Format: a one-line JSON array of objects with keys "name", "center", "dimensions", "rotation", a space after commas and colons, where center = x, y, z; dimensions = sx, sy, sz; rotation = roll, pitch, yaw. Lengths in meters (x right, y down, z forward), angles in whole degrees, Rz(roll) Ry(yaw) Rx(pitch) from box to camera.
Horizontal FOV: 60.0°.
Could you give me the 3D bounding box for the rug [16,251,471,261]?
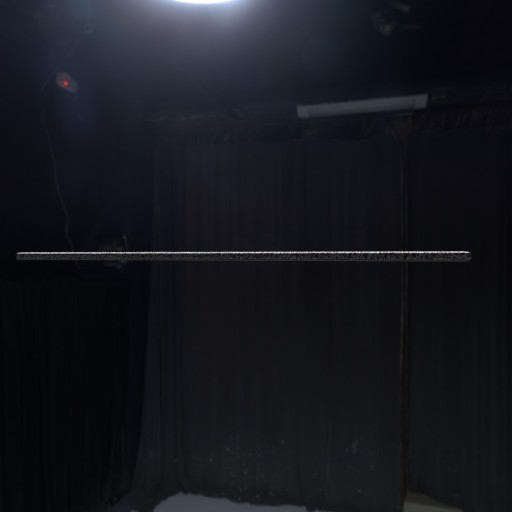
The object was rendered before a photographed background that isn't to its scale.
[{"name": "rug", "center": [0.000, 0.000, 2.197], "dimensions": [1.778, 0.030, 1.219], "rotation": [0, 0, 18]}]
